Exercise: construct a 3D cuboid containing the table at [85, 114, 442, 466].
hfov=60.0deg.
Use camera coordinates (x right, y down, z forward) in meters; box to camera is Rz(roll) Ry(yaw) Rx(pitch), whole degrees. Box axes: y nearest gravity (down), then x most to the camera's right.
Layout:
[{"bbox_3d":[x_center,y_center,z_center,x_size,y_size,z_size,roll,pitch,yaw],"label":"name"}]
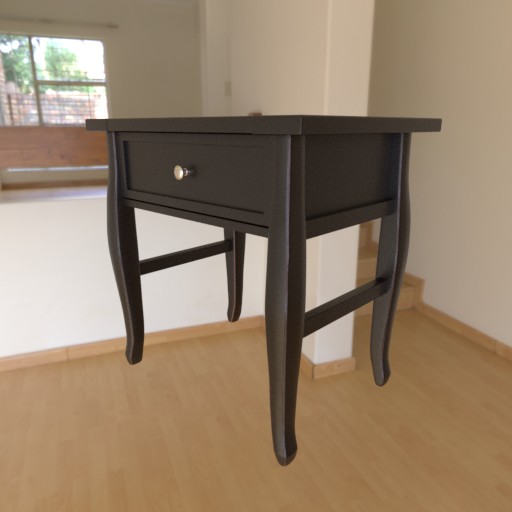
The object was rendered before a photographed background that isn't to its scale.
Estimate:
[{"bbox_3d":[0.000,0.000,1.019,0.602,0.604,0.460,15,22,41],"label":"table"}]
